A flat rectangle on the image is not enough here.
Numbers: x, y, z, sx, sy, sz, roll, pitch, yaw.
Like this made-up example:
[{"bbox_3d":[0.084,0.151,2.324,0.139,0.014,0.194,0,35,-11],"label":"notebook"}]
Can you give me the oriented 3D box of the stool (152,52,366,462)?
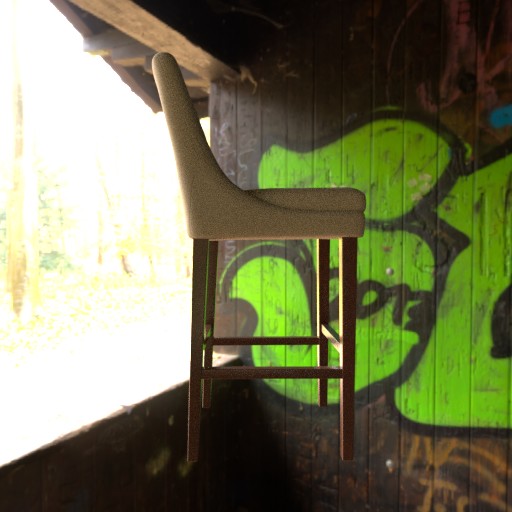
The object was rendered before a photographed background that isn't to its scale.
[{"bbox_3d":[0.000,0.000,1.367,0.577,1.078,0.470,0,2,-1],"label":"stool"}]
